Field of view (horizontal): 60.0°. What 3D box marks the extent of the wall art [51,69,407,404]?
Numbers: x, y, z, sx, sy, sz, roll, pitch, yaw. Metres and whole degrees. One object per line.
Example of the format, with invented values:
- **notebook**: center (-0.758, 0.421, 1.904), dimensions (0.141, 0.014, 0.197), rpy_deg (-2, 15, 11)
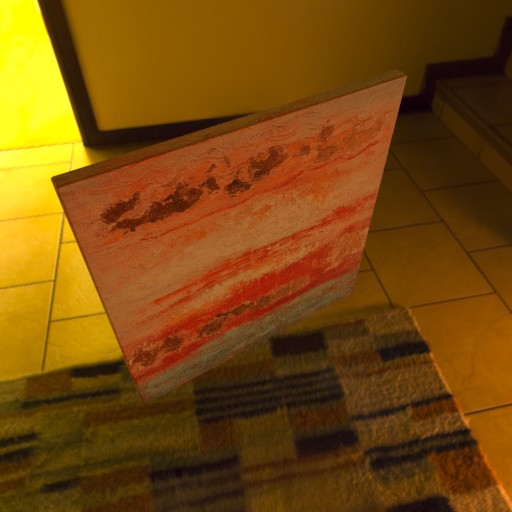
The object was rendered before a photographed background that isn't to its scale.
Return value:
- **wall art**: center (0.000, 0.000, 1.096), dimensions (0.747, 0.747, 0.035), rpy_deg (-24, 51, -21)
